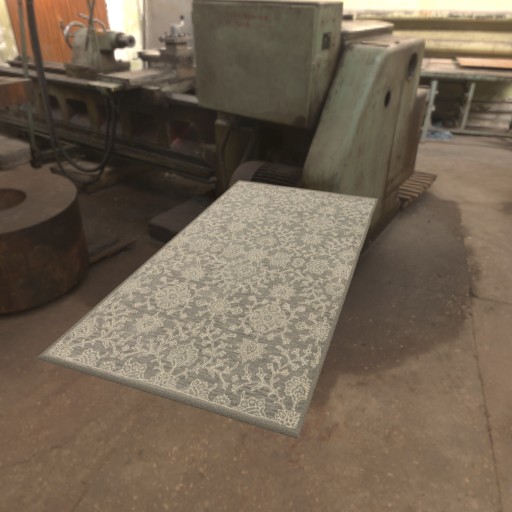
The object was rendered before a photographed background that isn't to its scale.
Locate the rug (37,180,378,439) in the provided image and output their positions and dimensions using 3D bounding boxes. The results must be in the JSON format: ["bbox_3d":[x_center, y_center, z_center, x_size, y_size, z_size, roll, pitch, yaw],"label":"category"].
[{"bbox_3d":[0.000,0.000,3.535,1.546,0.011,3.048,11,32,17],"label":"rug"}]
